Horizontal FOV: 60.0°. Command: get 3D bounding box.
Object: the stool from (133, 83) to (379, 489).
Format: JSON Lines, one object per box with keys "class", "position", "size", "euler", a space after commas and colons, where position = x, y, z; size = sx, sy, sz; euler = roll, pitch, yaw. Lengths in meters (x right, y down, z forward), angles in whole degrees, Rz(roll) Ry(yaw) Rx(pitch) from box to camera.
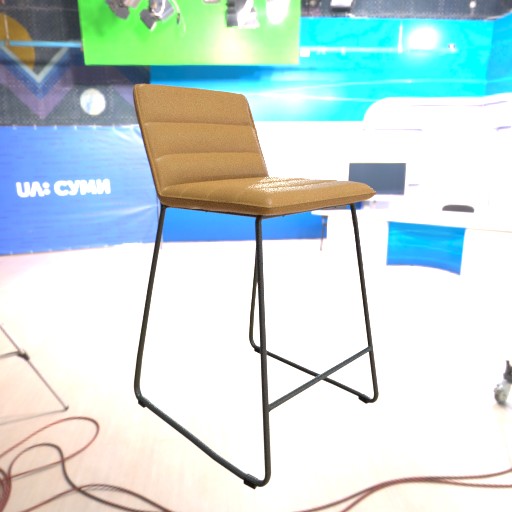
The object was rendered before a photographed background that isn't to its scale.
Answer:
{"class": "stool", "position": [0.000, 0.000, 1.162], "size": [0.489, 0.866, 0.524], "euler": [-14, 20, -43]}
